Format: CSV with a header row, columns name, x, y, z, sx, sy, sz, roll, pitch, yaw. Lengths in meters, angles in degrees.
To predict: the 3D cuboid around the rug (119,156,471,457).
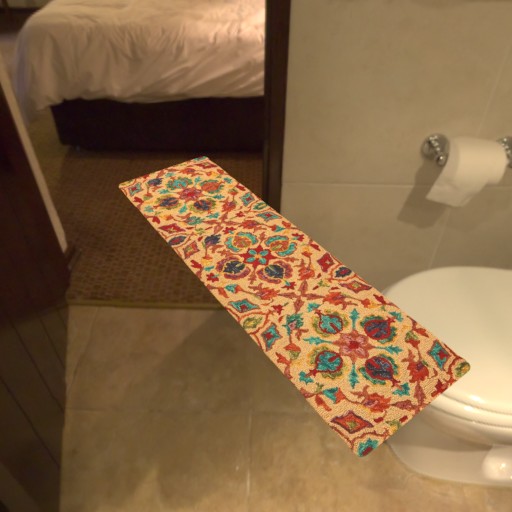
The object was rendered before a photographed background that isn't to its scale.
name,x,y,z,sx,sy,sz,roll,pitch,yaw
rug,0.000,0.000,2.458,0.693,0.016,2.273,-25,47,-26
